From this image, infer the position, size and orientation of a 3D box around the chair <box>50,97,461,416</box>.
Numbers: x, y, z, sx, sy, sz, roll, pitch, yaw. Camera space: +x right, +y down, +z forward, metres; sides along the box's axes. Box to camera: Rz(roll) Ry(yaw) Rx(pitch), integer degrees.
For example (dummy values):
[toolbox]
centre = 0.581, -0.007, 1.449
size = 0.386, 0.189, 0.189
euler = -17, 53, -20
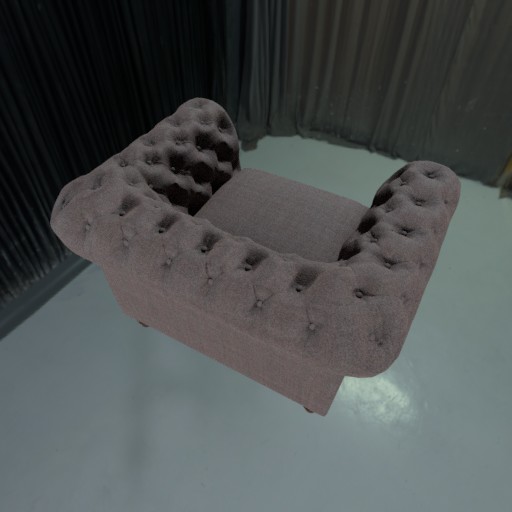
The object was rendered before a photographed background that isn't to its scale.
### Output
[chair]
centre = 0.000, 0.000, 1.819
size = 1.298, 0.780, 0.945
euler = 22, 50, 20
